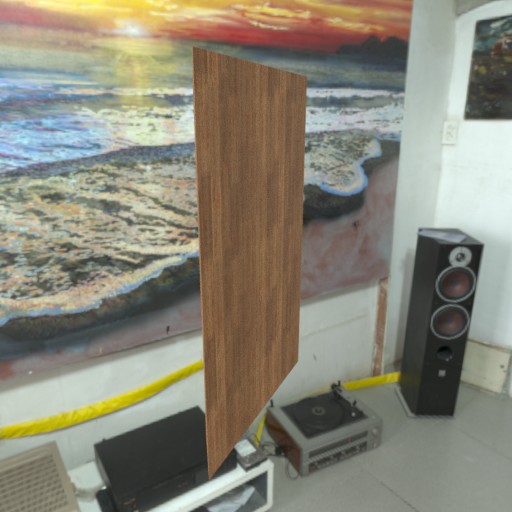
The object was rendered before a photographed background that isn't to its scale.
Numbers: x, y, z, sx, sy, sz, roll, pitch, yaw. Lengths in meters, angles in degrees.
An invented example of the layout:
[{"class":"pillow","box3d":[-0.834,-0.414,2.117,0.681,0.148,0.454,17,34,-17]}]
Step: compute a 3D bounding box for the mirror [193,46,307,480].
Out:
[{"class":"mirror","box3d":[0.000,0.000,1.272,0.047,1.010,0.651,8,19,24]}]
